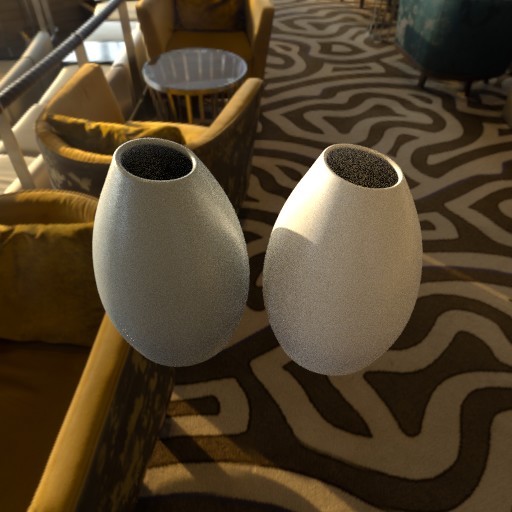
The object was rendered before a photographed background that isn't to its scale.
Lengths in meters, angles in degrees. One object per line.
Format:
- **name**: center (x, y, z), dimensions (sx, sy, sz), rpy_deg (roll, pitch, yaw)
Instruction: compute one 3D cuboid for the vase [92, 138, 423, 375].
- **vase**: center (0.000, 0.000, 0.253), dimensions (0.187, 0.131, 0.089), rpy_deg (3, 44, 3)
